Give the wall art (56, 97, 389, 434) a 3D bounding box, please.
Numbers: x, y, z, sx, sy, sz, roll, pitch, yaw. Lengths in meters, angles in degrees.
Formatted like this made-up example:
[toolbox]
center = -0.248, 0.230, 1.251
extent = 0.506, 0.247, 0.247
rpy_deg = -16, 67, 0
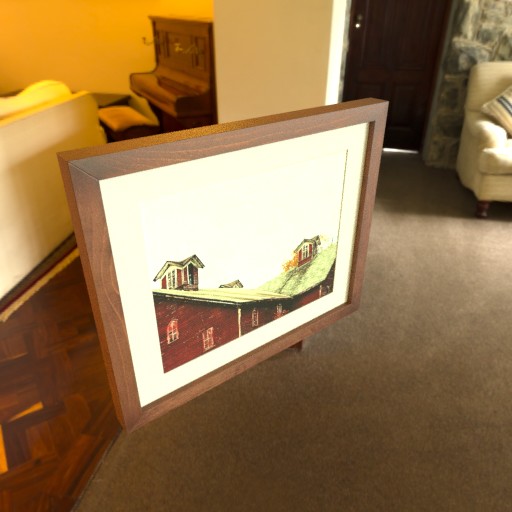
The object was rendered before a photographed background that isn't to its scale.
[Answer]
[wall art]
center = 0.000, 0.000, 0.551
extent = 0.401, 0.328, 0.030
rpy_deg = -21, 36, -31
